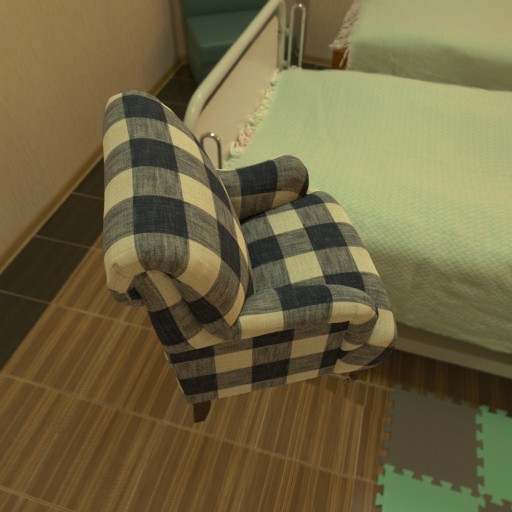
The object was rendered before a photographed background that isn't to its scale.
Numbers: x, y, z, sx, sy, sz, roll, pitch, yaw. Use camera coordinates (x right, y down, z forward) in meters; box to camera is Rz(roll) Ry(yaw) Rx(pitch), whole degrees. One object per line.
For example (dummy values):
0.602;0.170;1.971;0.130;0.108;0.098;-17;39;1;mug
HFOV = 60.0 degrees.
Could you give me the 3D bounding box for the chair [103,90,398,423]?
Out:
0.000;0.000;1.550;0.848;0.953;0.781;-10;49;-9;chair
